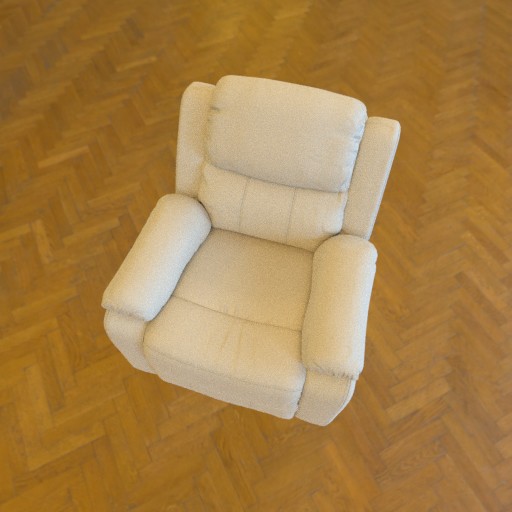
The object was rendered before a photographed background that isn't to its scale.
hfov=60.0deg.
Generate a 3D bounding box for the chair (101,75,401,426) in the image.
[{"bbox_3d":[0.000,0.000,1.255,0.680,0.702,0.709,14,58,9],"label":"chair"}]
